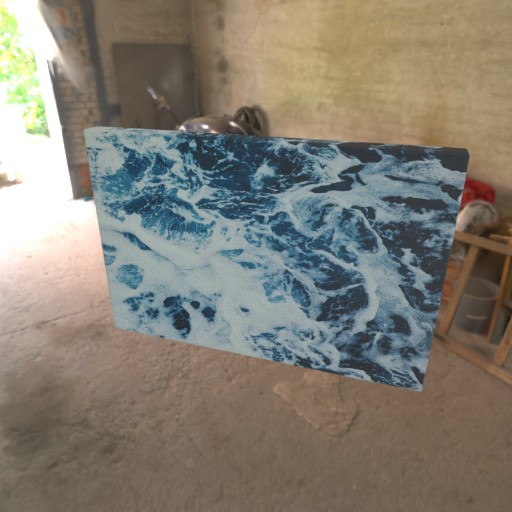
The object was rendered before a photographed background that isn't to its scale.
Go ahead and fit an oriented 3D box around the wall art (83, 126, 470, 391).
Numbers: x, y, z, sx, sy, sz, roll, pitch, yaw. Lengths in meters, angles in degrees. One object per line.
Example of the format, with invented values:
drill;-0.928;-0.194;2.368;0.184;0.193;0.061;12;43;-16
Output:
wall art;0.000;0.000;0.775;0.609;0.407;0.043;8;26;16
